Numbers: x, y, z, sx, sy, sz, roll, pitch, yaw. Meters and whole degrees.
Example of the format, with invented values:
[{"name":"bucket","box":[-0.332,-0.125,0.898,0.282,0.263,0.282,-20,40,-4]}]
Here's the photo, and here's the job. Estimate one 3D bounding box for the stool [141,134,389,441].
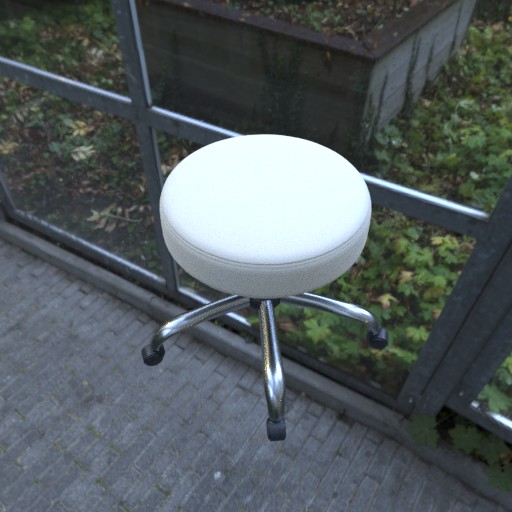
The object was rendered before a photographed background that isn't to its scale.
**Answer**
[{"name":"stool","box":[0.000,0.000,1.061,0.634,0.482,0.614,-32,53,-27]}]
